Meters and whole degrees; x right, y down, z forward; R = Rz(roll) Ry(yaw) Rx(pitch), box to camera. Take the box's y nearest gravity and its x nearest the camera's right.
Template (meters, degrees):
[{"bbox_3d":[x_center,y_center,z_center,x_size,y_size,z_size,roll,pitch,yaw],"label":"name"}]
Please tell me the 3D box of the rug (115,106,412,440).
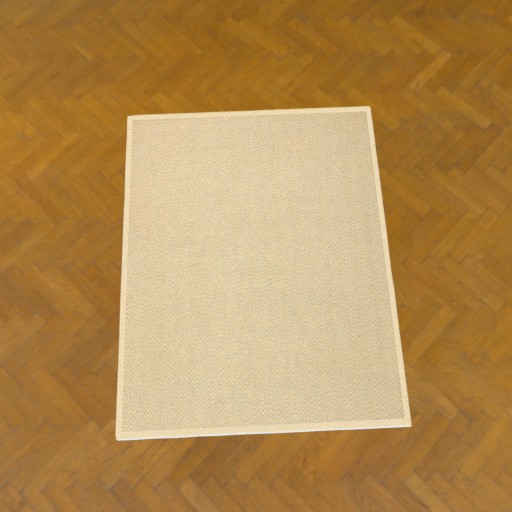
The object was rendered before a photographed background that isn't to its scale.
[{"bbox_3d":[0.000,0.000,4.015,2.423,0.019,3.009,-2,75,-1],"label":"rug"}]
